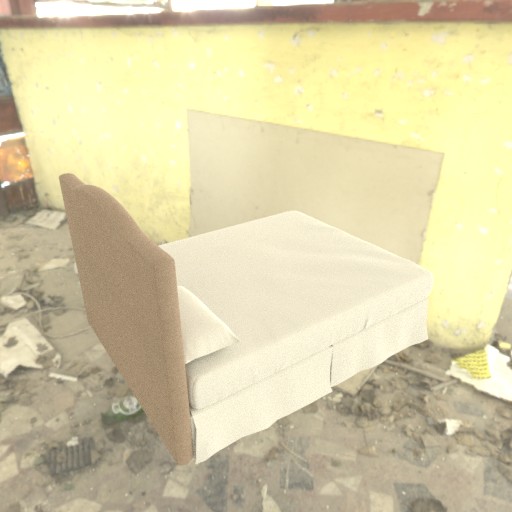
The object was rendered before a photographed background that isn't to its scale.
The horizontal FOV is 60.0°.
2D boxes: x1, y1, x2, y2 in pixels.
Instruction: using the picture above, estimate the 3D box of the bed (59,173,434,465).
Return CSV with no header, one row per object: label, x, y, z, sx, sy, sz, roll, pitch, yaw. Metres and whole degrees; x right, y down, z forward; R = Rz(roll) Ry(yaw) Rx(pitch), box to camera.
bed,0.000,0.000,3.428,2.282,1.436,1.821,-18,32,-31
